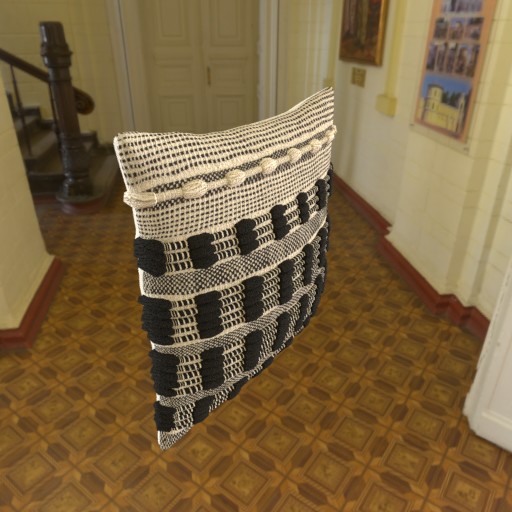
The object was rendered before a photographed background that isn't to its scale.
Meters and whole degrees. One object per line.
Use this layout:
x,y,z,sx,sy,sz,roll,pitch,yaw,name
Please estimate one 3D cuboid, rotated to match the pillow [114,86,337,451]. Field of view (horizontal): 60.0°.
0.000,0.000,0.667,0.156,0.438,0.436,19,33,31,pillow
